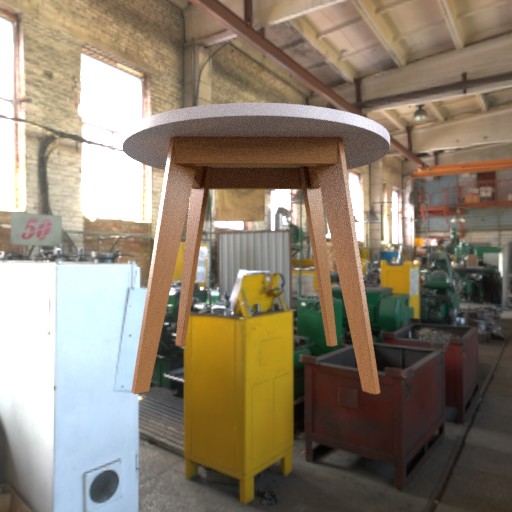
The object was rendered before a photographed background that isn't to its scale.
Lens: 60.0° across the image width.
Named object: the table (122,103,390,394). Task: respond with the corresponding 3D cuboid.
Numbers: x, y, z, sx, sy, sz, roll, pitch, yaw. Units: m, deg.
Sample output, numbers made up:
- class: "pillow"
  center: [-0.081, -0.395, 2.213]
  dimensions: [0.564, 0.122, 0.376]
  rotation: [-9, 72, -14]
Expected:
- class: "table"
  center: [0.000, 0.000, 1.548]
  dimensions: [0.896, 0.762, 0.896]
  rotation: [0, 0, 0]
